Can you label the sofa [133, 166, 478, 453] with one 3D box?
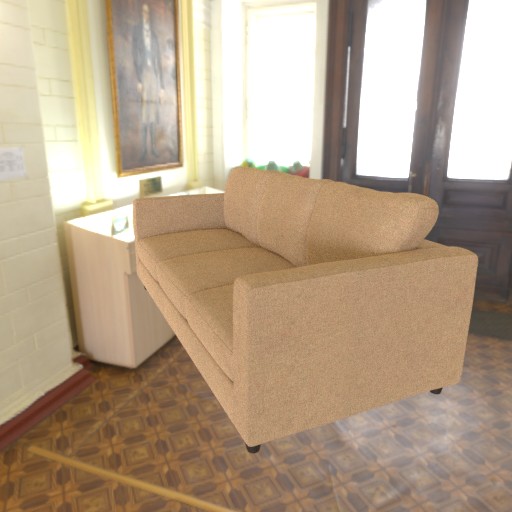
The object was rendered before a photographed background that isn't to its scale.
[{"bbox_3d":[0.000,0.000,2.265,0.930,0.800,1.855,-7,17,-24],"label":"sofa"}]
